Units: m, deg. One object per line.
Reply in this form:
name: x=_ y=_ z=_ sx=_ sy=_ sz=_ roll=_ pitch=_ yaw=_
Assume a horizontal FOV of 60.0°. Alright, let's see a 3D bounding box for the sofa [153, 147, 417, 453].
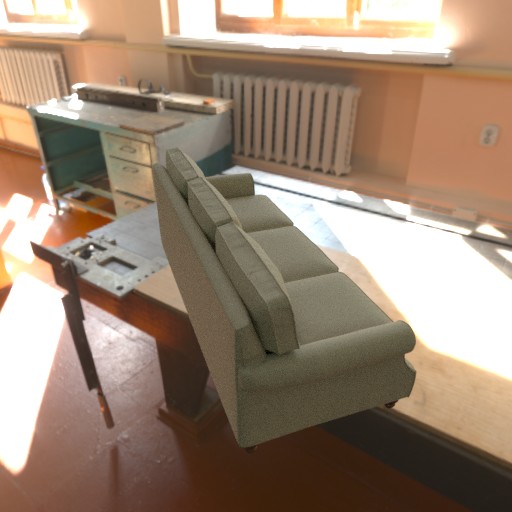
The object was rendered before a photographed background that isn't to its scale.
sofa: x=0.000 y=0.000 z=2.905 sx=0.966 sy=0.948 sz=2.354 roll=-10 pitch=32 yaw=-17
